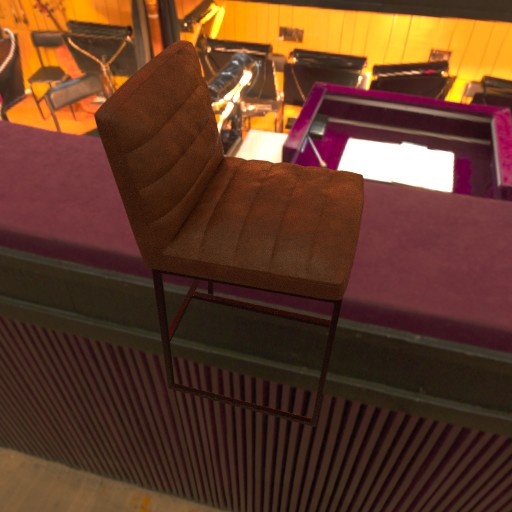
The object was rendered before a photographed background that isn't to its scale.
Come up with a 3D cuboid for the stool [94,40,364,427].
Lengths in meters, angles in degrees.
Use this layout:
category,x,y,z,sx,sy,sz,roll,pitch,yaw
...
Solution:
category,x,y,z,sx,sy,sz,roll,pitch,yaw
stool,0.000,0.000,1.326,0.562,1.065,0.463,11,45,11
